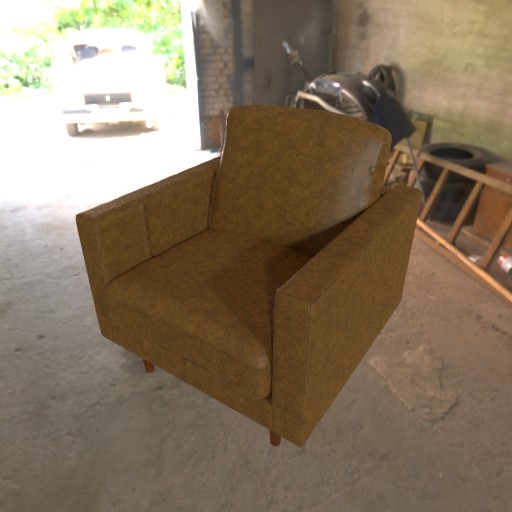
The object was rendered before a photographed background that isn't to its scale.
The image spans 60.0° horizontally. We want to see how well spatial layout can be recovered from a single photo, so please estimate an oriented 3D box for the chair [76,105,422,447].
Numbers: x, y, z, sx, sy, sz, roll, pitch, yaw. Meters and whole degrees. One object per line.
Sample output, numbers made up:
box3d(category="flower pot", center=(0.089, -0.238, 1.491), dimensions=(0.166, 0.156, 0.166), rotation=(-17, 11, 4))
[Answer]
box3d(category="chair", center=(0.000, 0.000, 1.643), dimensions=(0.890, 0.956, 0.909), rotation=(19, 35, 29))
